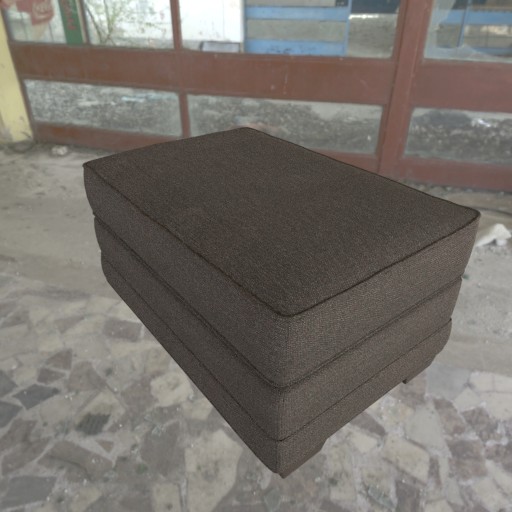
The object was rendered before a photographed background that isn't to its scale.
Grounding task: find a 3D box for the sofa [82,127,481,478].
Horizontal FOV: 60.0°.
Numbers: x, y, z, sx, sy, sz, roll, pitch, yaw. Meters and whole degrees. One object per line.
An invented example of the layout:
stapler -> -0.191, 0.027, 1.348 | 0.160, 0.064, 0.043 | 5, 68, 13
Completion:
sofa -> 0.000, 0.000, 1.169 | 0.578, 0.457, 0.854 | -22, 38, -31
